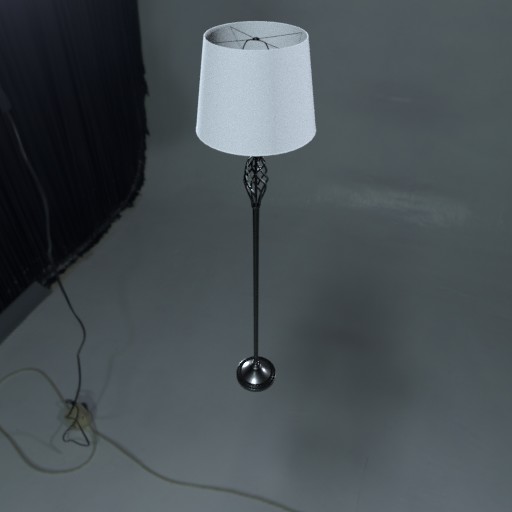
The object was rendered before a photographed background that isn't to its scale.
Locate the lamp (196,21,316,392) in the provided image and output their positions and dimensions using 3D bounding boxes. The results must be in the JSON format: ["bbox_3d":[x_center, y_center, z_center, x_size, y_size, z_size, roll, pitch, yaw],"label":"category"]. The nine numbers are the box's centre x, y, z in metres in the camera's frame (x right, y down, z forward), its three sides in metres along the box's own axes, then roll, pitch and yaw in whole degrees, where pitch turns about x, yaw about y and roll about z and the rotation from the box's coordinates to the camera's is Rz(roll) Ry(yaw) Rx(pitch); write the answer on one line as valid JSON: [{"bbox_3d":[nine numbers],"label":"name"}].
[{"bbox_3d":[0.000,0.000,1.759,0.379,1.623,0.379,0,41,0],"label":"lamp"}]
